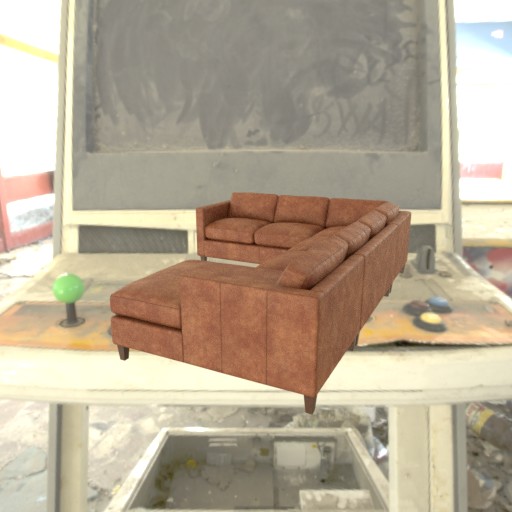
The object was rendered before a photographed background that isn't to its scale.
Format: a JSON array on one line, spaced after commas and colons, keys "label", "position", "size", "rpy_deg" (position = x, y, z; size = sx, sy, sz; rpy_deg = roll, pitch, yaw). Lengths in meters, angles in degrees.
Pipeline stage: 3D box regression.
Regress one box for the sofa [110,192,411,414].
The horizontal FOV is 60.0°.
[{"label": "sofa", "position": [0.000, 0.000, 4.418], "size": [2.452, 0.888, 3.324], "rpy_deg": [7, 16, 26]}]
